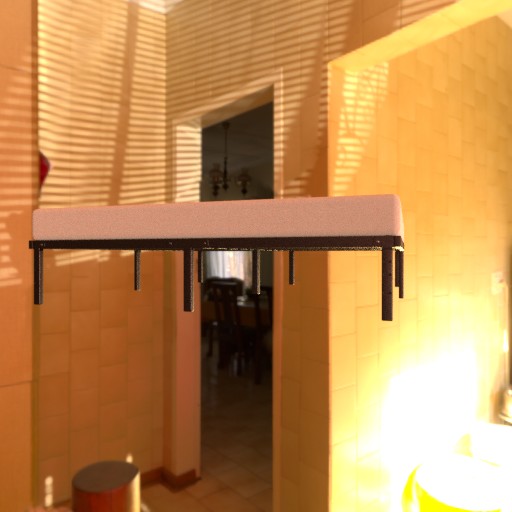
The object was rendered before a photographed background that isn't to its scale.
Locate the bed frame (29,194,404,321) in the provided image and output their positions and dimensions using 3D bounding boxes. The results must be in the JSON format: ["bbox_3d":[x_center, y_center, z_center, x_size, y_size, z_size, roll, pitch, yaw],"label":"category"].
[{"bbox_3d":[0.000,0.000,3.980,2.526,0.680,2.635,0,0,19],"label":"bed frame"}]
